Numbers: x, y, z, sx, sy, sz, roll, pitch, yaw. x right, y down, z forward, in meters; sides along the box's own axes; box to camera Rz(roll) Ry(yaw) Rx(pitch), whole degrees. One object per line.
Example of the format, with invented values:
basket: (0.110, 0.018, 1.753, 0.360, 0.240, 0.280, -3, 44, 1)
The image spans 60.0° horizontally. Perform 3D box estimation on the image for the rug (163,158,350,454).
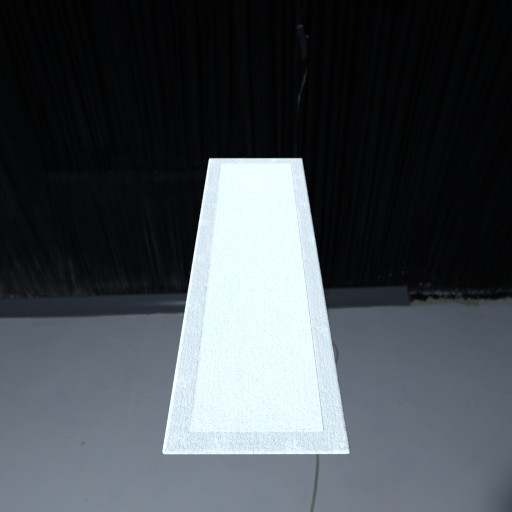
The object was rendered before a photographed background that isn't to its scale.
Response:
rug: (0.000, 0.000, 2.703, 0.759, 0.012, 2.430, 0, 41, 0)
